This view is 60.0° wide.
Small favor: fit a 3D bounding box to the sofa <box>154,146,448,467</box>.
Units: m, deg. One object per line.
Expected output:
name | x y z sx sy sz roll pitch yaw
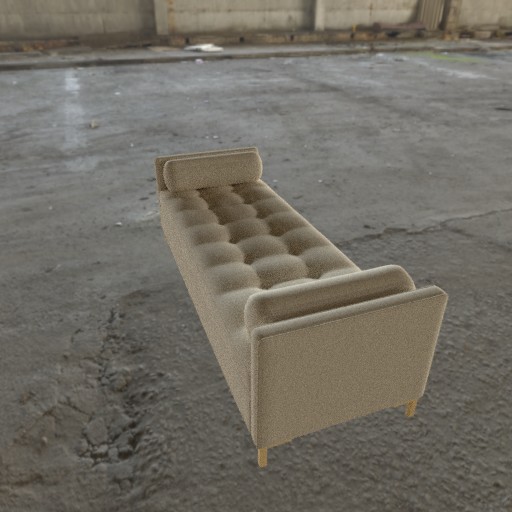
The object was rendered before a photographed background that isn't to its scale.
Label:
sofa | 0.000 0.000 2.391 0.746 0.641 1.985 -10 31 -18
